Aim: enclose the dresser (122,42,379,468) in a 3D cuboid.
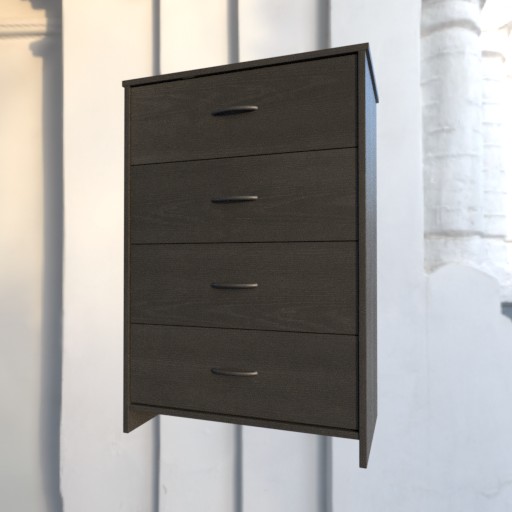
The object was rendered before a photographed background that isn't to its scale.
[{"bbox_3d":[0.000,0.000,1.345,0.700,1.020,0.398,0,-1,19],"label":"dresser"}]
